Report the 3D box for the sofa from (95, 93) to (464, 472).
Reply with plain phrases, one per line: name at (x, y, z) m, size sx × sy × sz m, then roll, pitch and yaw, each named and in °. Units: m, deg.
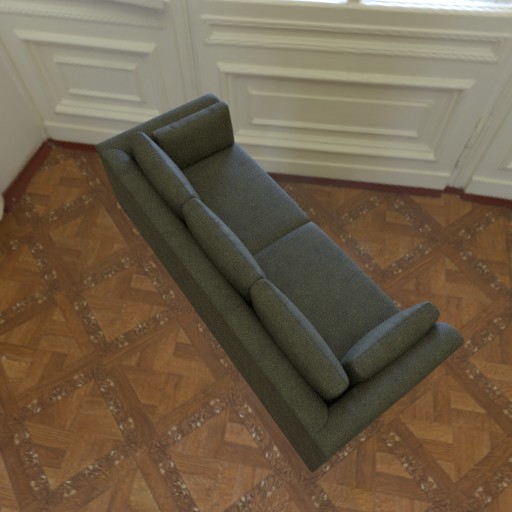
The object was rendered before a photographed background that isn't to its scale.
sofa at (0.000, 0.000, 2.913) m, size 0.969 × 0.867 × 2.415 m, roll -32°, pitch 63°, yaw -18°
